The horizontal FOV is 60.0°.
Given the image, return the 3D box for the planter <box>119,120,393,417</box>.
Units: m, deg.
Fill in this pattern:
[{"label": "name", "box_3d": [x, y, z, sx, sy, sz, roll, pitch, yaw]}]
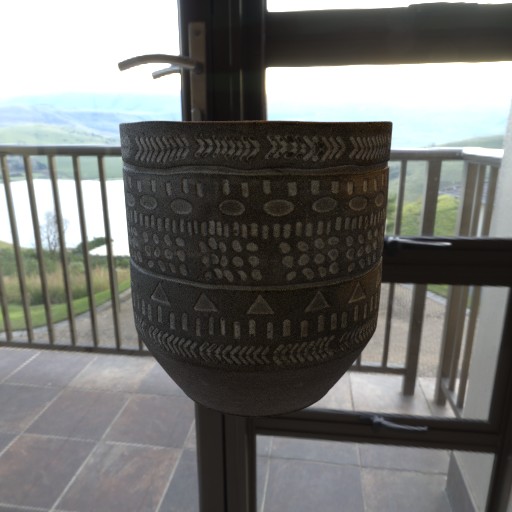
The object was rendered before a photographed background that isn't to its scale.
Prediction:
[{"label": "planter", "box_3d": [0.000, 0.000, 0.258, 0.142, 0.149, 0.142, 0, 16, 0]}]
